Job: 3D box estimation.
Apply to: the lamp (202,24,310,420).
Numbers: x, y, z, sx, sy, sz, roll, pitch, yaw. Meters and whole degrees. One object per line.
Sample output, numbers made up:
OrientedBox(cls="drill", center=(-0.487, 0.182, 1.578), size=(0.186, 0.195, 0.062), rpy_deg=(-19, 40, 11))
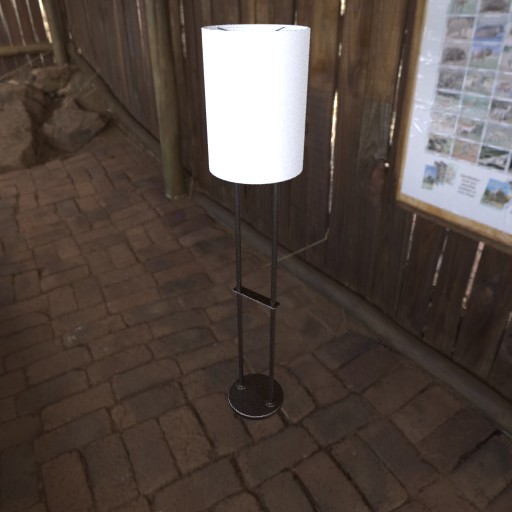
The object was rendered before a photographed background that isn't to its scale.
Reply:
OrientedBox(cls="lamp", center=(0.000, 0.000, 1.634), size=(0.306, 1.500, 0.305), rpy_deg=(21, 37, 31))
